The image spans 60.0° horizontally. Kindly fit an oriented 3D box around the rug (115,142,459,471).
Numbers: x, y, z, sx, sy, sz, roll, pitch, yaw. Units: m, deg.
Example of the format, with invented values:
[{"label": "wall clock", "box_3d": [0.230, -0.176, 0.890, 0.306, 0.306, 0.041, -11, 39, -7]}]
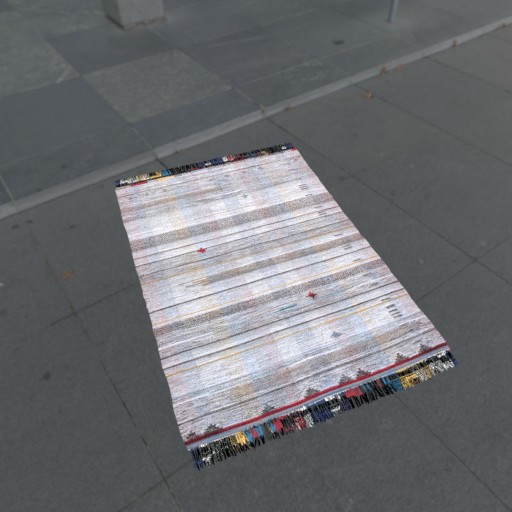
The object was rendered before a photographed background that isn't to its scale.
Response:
[{"label": "rug", "box_3d": [0.000, 0.000, 2.325, 1.217, 0.012, 1.848, -16, 49, -14]}]
